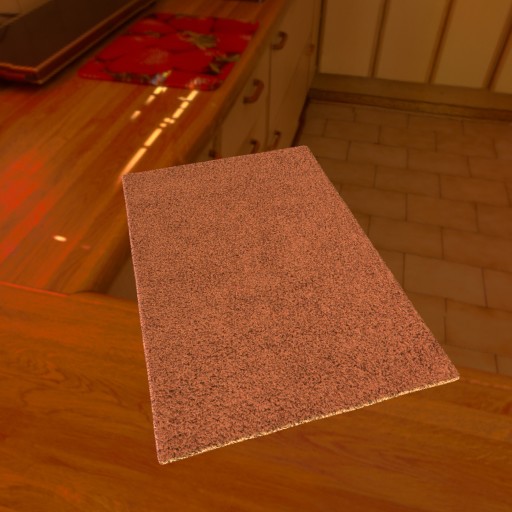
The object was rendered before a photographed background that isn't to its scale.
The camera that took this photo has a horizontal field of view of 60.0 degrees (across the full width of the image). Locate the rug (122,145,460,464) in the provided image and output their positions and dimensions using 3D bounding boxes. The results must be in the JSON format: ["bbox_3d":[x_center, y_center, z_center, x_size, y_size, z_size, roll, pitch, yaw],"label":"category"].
[{"bbox_3d":[0.000,0.000,2.269,1.219,0.030,1.778,-12,47,-11],"label":"rug"}]
